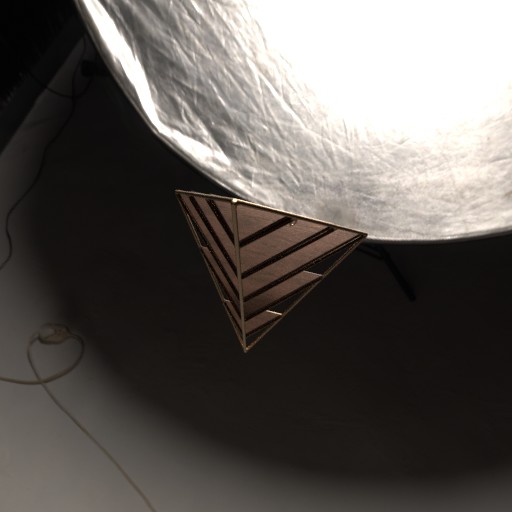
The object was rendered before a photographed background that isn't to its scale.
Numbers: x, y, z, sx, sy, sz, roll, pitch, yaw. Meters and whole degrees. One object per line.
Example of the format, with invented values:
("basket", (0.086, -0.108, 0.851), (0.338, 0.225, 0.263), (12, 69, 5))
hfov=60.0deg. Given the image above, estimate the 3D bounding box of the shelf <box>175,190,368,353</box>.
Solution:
("shelf", (0.000, 0.000, 1.195), (0.564, 0.913, 0.294), (13, 63, 7))
